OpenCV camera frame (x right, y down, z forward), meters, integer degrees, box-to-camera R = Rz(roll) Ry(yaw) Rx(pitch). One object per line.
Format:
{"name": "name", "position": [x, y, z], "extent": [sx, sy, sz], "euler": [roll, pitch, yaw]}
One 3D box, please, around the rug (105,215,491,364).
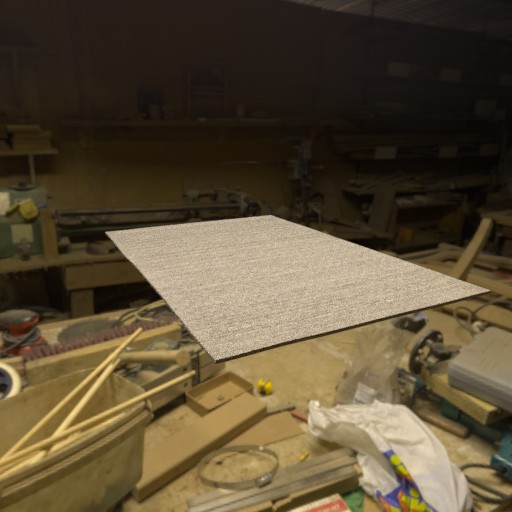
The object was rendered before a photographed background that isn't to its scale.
{"name": "rug", "position": [0.000, 0.000, 2.910], "extent": [1.532, 0.018, 2.297], "euler": [-8, 18, -26]}
